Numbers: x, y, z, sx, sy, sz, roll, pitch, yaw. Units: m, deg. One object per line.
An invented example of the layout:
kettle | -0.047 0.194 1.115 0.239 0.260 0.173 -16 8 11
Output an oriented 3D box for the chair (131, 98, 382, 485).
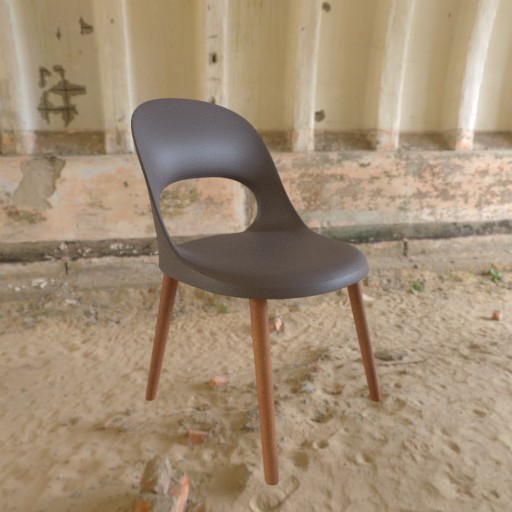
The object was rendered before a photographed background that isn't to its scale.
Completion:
chair | 0.000 0.000 1.132 0.556 0.794 0.470 14 20 43
